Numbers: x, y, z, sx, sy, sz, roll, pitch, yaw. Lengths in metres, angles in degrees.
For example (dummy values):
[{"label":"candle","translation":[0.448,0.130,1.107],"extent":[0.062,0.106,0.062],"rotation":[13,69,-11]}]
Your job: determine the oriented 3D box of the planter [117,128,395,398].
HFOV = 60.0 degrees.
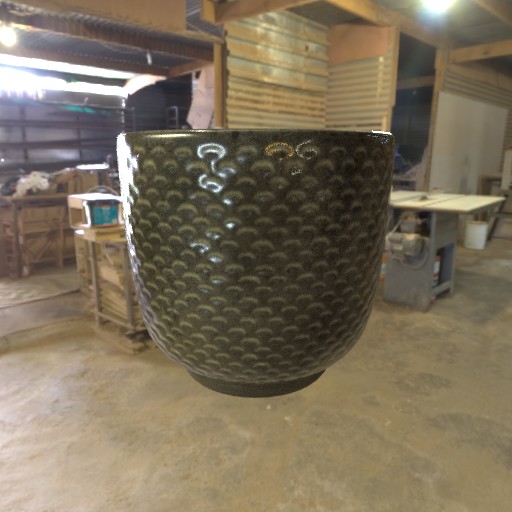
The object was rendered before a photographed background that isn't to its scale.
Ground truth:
[{"label":"planter","translation":[0.000,0.000,0.245],"extent":[0.140,0.129,0.140],"rotation":[0,13,0]}]
